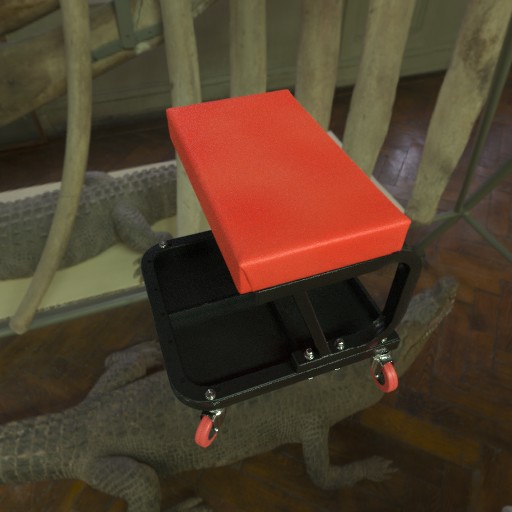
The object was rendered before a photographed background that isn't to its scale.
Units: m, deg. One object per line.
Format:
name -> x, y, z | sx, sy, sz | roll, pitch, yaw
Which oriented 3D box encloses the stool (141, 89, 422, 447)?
stool -> 0.000, 0.000, 0.734 | 0.371, 0.380, 0.446 | -15, 47, -14
